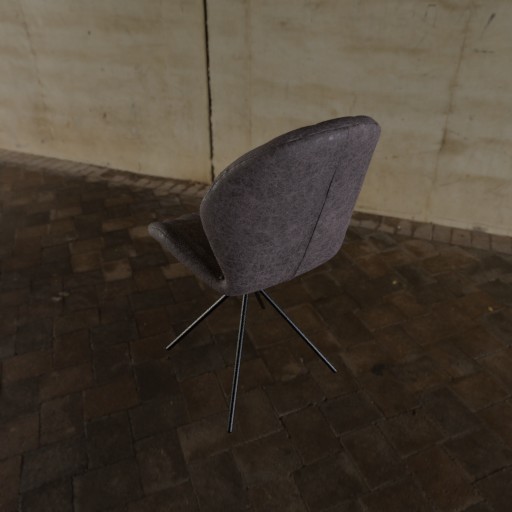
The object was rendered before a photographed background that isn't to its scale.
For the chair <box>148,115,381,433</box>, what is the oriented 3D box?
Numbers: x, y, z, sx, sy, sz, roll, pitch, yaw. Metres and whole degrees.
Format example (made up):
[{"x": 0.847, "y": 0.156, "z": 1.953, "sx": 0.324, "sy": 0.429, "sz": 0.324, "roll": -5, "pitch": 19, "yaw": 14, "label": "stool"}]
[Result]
[{"x": 0.000, "y": 0.000, "z": 1.331, "sx": 0.527, "sy": 0.934, "sz": 0.640, "roll": -20, "pitch": 37, "yaw": -29, "label": "chair"}]
